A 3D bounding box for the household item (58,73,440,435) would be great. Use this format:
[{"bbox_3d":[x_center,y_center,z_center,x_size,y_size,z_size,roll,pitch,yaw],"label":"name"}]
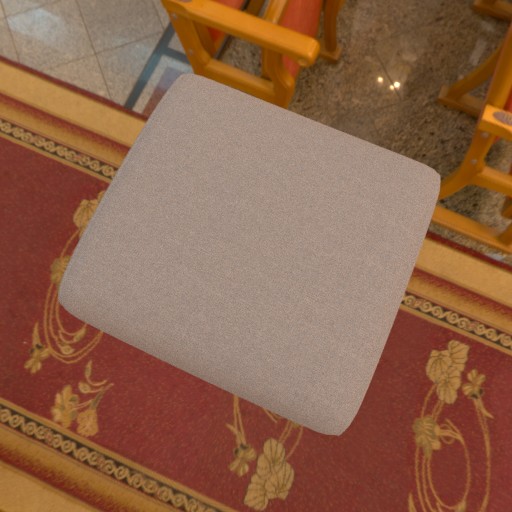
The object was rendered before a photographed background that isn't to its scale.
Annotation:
[{"bbox_3d":[0.000,0.000,0.891,0.530,0.410,0.530,24,77,6],"label":"household item"}]
